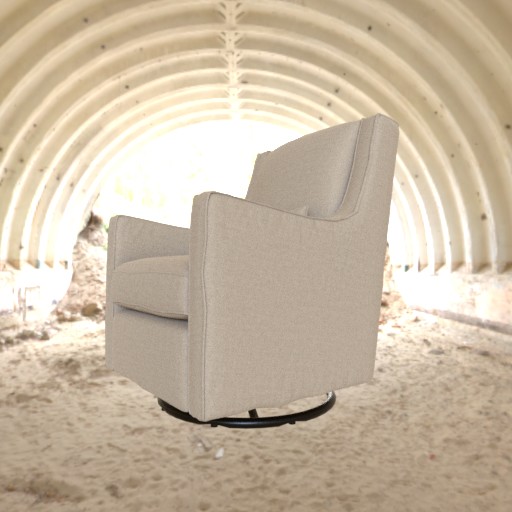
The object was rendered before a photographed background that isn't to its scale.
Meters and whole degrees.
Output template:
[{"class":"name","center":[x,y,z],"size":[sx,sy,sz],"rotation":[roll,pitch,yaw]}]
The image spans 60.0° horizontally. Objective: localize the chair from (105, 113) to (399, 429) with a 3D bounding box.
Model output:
[{"class":"chair","center":[0.000,0.000,1.585],"size":[0.879,0.993,0.732],"rotation":[1,-2,-37]}]
